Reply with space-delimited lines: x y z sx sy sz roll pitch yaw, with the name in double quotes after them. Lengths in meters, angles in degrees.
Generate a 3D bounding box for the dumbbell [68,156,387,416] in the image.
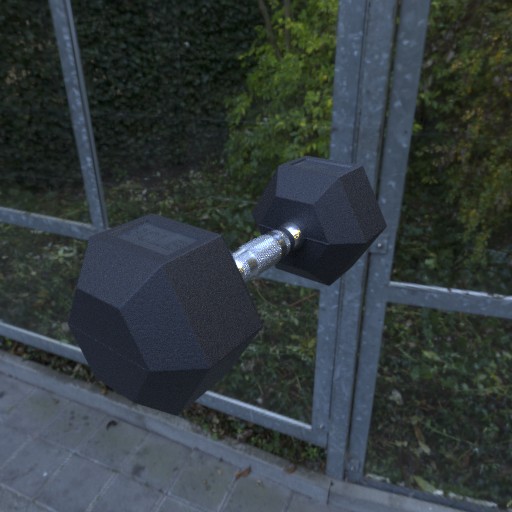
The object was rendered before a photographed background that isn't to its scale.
0.000 0.000 0.415 0.142 0.123 0.337 18 31 32 "dumbbell"
